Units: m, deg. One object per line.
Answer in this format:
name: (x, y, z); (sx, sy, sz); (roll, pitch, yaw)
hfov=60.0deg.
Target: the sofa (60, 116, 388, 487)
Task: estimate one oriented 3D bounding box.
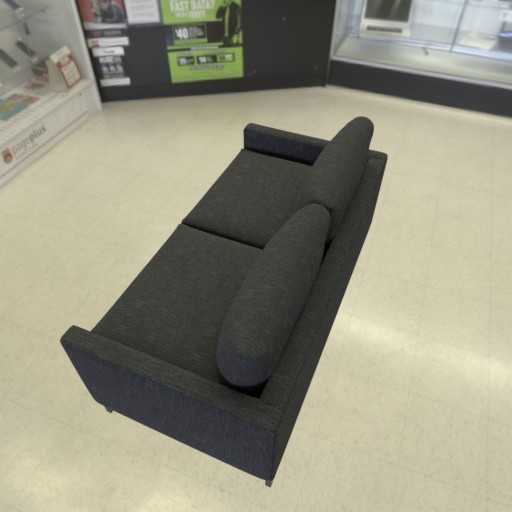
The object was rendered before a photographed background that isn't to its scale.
sofa: (0.000, 0.000, 2.156); (0.866, 0.862, 1.716); (17, 48, 16)
